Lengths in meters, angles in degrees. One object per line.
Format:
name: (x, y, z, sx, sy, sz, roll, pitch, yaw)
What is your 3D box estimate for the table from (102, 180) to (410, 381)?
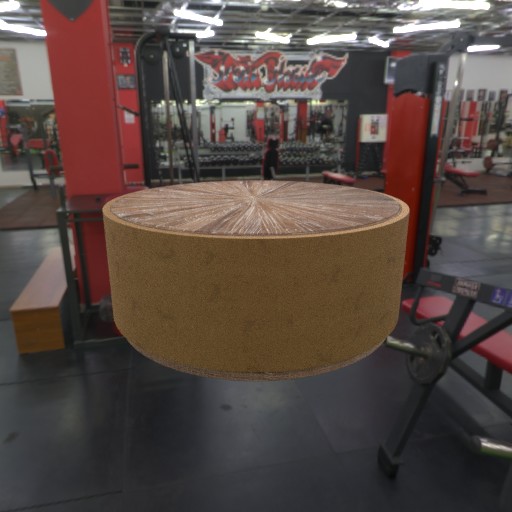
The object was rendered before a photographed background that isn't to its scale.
table: (0.000, 0.000, 1.580, 1.001, 0.409, 1.001, 0, 17, 0)
